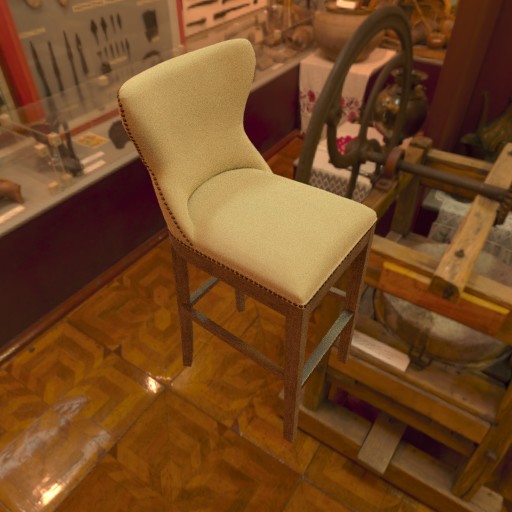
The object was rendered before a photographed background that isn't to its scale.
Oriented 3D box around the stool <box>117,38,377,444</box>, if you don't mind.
[{"bbox_3d":[0.000,0.000,1.408,0.606,1.123,0.494,26,48,26],"label":"stool"}]
